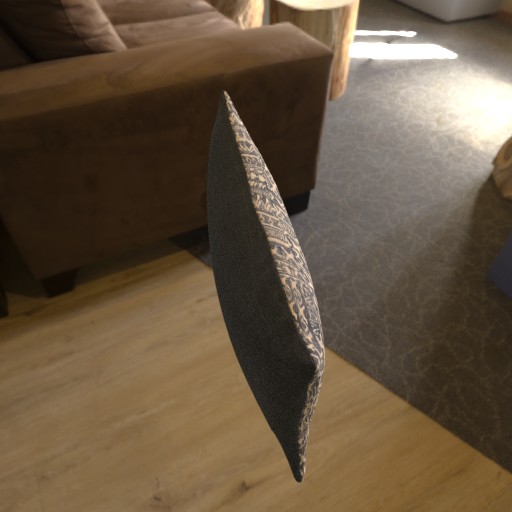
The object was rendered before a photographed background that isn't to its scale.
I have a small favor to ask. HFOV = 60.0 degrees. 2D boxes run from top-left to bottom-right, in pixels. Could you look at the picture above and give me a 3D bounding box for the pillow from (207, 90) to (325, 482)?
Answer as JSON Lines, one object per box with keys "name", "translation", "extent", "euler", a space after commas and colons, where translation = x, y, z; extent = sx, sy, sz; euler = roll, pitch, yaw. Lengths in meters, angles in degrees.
{"name": "pillow", "translation": [0.000, 0.000, 0.741], "extent": [0.148, 0.292, 0.631], "euler": [-8, 46, -8]}
